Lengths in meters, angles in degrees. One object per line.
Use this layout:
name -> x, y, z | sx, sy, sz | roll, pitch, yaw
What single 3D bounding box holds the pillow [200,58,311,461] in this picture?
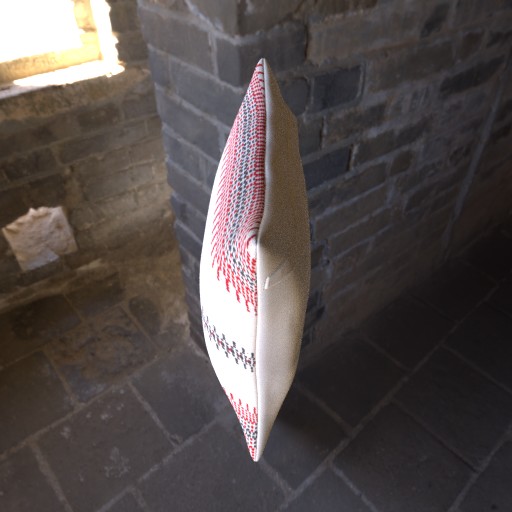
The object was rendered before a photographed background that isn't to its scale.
pillow -> 0.000, 0.000, 0.703 | 0.160, 0.454, 0.463 | 1, 43, 1
